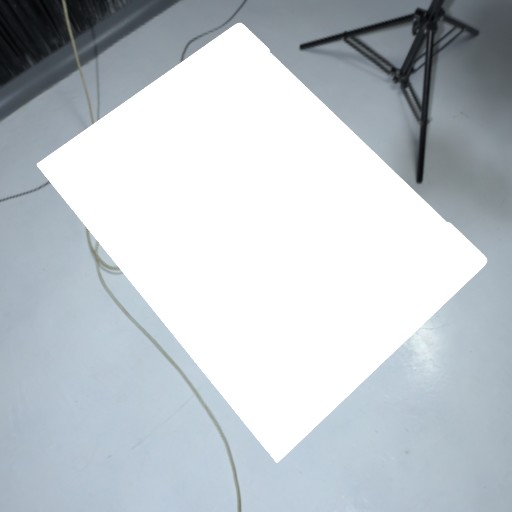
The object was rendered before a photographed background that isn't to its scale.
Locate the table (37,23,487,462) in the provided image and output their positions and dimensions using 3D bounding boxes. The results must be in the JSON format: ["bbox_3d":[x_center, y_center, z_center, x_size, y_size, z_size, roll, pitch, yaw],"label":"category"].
[{"bbox_3d":[0.000,0.000,0.920,0.420,0.510,0.570,-40,78,-10],"label":"table"}]
